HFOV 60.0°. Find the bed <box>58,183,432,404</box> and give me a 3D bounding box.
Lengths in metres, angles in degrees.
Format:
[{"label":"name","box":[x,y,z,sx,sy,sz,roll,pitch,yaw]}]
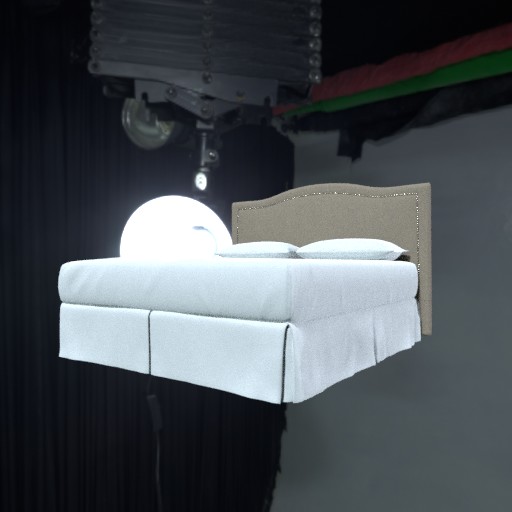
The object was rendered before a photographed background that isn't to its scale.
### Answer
[{"label":"bed","box":[0.000,0.000,3.434,2.083,1.421,2.182,-1,-1,35]}]
